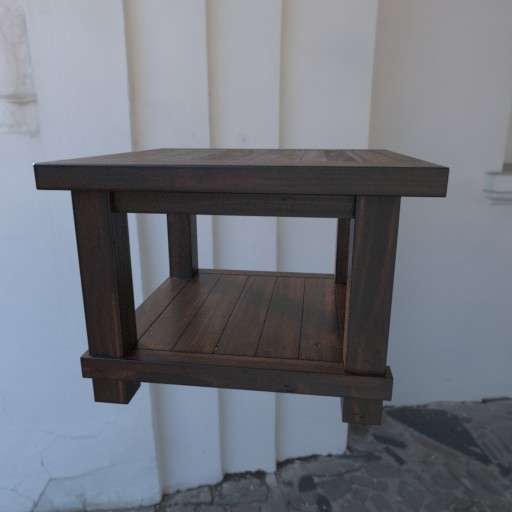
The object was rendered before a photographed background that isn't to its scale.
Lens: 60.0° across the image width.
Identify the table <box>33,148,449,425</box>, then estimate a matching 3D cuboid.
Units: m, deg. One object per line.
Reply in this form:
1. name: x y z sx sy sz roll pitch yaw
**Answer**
1. table: 0.000 0.000 0.977 0.606 0.437 0.593 2 16 7
